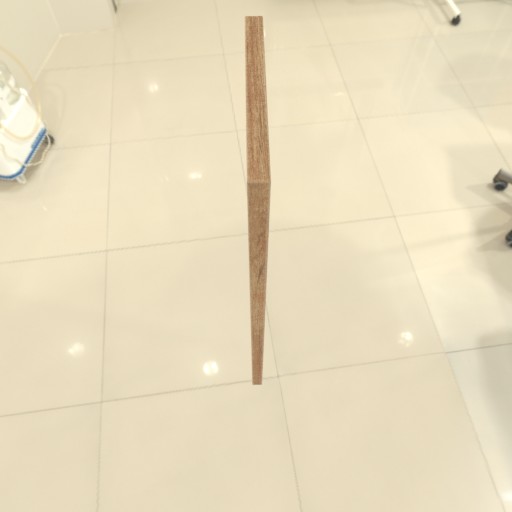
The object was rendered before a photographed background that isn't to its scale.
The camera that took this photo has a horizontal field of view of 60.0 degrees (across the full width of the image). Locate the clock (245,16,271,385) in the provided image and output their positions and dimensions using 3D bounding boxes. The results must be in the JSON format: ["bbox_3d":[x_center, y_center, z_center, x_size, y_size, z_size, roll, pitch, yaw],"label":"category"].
[{"bbox_3d":[0.000,0.000,1.064,0.030,0.965,0.361,-1,59,-1],"label":"clock"}]
